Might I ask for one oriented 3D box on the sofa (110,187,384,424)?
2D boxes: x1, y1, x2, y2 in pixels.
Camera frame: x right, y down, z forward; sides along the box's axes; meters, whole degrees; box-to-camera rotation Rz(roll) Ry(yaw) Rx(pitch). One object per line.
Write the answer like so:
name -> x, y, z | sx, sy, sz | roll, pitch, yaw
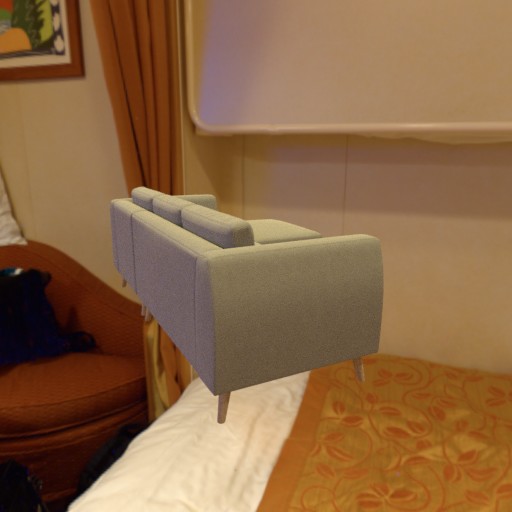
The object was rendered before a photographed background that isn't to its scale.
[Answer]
sofa -> 0.000, 0.000, 3.085 | 1.580, 0.860, 2.300 | -7, 16, -26
